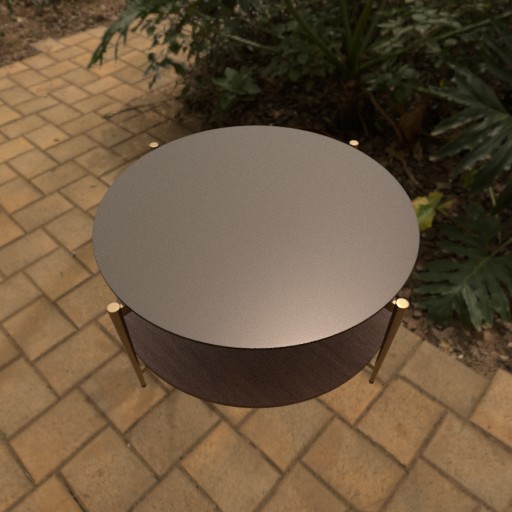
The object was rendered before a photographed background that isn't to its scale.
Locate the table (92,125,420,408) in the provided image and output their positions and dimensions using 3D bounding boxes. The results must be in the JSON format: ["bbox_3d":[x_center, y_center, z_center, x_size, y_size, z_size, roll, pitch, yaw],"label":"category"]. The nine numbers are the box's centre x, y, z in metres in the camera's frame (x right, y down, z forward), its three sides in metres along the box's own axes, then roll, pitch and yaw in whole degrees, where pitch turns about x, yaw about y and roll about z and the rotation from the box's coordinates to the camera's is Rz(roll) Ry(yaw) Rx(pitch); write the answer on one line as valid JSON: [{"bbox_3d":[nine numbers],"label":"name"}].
[{"bbox_3d":[0.000,0.000,1.454,0.938,0.400,0.938,10,48,9],"label":"table"}]
